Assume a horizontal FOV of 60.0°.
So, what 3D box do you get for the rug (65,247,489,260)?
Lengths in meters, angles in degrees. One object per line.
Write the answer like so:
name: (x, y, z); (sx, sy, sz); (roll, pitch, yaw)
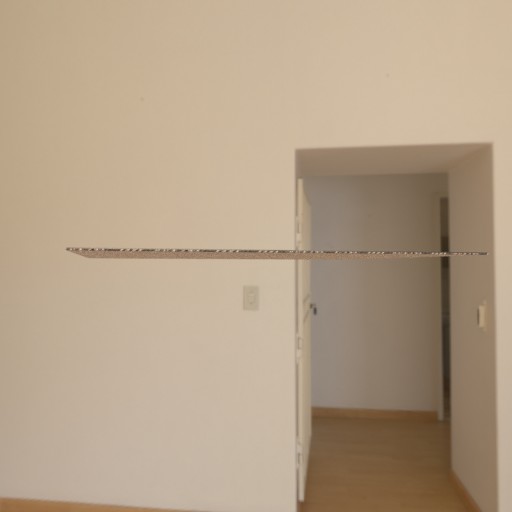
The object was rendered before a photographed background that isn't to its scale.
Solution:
rug: (0.000, 0.000, 3.921); (2.902, 0.017, 2.306); (0, -2, -18)
